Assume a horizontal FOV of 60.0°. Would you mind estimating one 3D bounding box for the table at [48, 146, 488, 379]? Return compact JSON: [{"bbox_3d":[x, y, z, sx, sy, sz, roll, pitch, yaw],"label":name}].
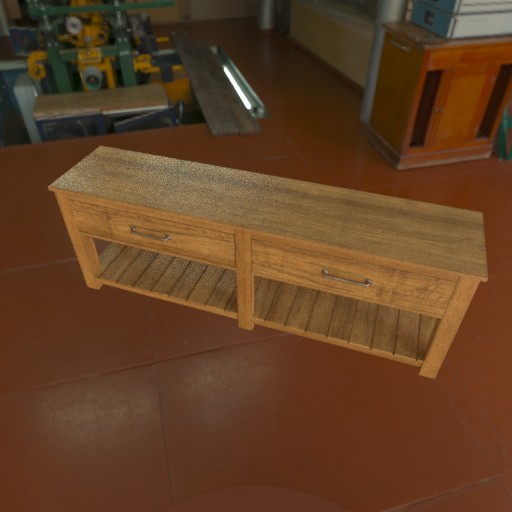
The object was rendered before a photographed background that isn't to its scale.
[{"bbox_3d":[0.000,0.000,2.087,1.815,0.635,0.425,13,43,14],"label":"table"}]
